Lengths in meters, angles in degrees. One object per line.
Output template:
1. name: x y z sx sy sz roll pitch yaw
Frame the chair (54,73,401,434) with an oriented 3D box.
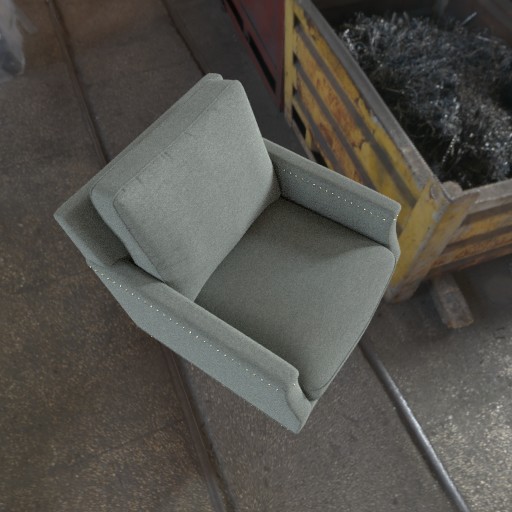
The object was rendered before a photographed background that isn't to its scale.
1. chair: 0.000 0.000 1.810 1.031 1.031 0.885 30 64 16
